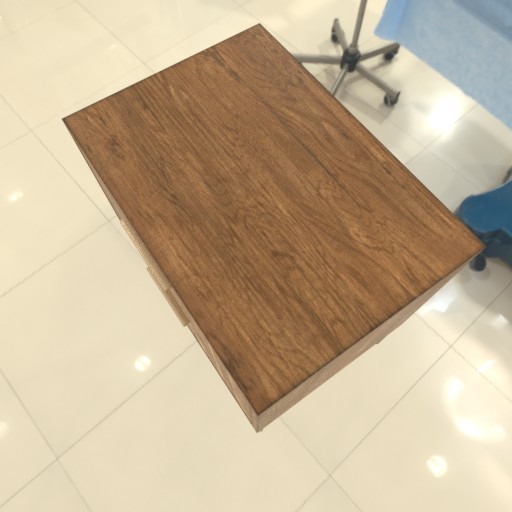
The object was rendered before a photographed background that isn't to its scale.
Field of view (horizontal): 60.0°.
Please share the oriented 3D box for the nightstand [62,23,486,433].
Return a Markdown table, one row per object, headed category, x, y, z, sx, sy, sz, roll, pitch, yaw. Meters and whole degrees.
| category | x | y | z | sx | sy | sz | roll | pitch | yaw |
| --- | --- | --- | --- | --- | --- | --- | --- | --- | --- |
| nightstand | 0.000 | 0.000 | 1.013 | 0.446 | 0.610 | 0.610 | -32 | 69 | -14 |
